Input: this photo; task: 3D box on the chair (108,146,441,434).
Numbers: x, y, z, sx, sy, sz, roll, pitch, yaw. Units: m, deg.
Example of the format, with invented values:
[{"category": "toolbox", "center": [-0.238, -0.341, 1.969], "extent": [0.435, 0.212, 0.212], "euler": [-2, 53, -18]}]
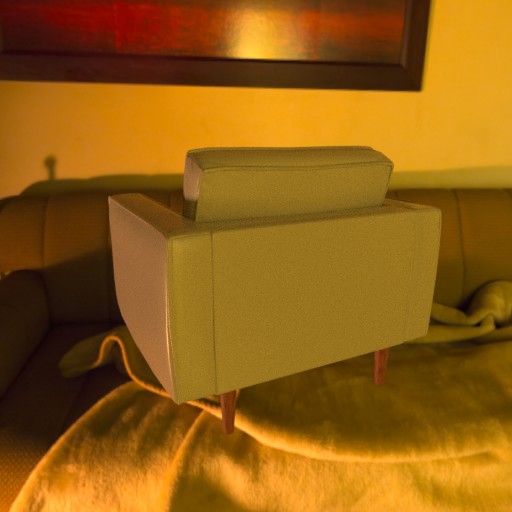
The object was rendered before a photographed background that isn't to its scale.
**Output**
[{"category": "chair", "center": [0.000, 0.000, 1.587], "extent": [0.928, 0.773, 0.843], "euler": [-8, 17, -26]}]
